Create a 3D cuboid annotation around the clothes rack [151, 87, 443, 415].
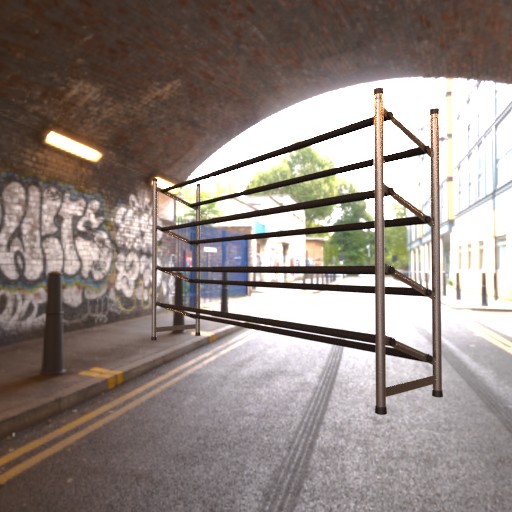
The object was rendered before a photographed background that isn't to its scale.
[{"bbox_3d":[0.000,0.000,1.438,0.229,0.672,1.168,1,-2,-36],"label":"clothes rack"}]
